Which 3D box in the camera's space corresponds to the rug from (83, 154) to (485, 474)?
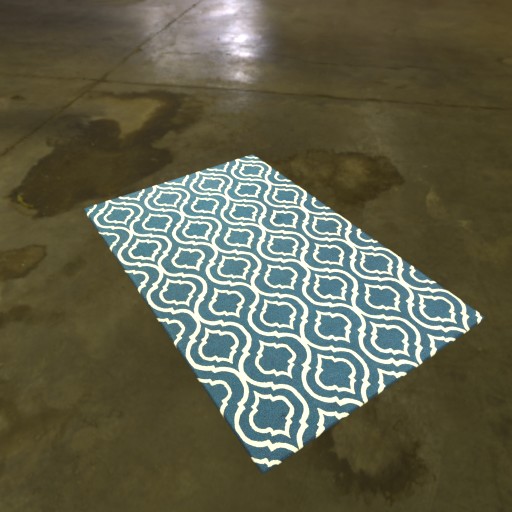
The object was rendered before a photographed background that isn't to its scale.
[{"bbox_3d":[0.000,0.000,2.168,1.143,0.010,1.753,-24,46,-25],"label":"rug"}]
